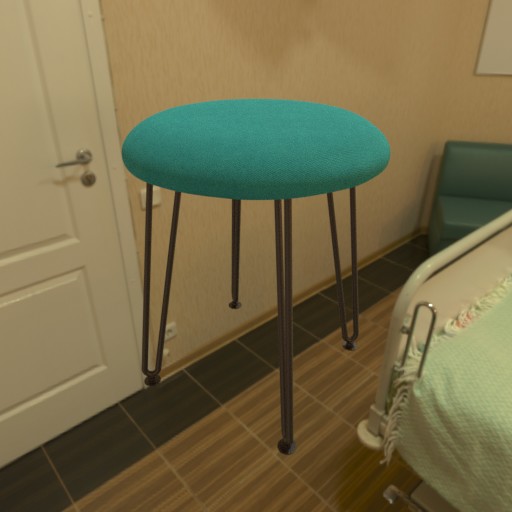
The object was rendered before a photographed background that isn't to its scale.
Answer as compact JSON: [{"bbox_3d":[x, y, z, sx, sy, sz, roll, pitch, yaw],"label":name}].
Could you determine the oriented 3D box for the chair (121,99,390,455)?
[{"bbox_3d":[0.000,0.000,0.680,0.350,0.430,0.350,9,30,16],"label":"chair"}]
